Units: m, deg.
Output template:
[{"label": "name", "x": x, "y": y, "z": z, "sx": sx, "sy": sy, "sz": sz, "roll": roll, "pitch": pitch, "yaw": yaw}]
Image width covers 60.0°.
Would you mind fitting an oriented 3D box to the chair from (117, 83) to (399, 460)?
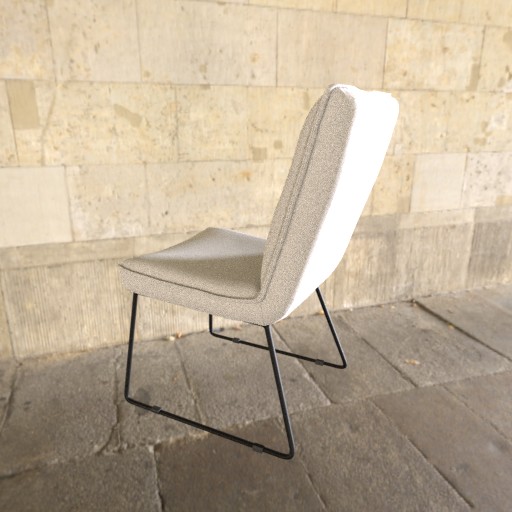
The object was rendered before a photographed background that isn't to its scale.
[{"label": "chair", "x": 0.000, "y": 0.000, "z": 1.335, "sx": 0.688, "sy": 0.930, "sz": 0.515, "roll": 9, "pitch": 19, "yaw": 26}]
